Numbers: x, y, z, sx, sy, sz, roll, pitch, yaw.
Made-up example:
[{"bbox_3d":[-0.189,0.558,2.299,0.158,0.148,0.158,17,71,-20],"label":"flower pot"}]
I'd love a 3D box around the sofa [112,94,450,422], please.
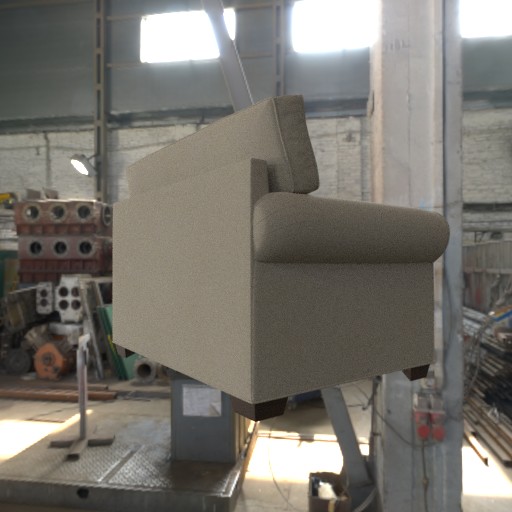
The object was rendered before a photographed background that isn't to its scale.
[{"bbox_3d":[0.000,0.000,2.061,0.937,1.006,1.405,1,-1,-36],"label":"sofa"}]
